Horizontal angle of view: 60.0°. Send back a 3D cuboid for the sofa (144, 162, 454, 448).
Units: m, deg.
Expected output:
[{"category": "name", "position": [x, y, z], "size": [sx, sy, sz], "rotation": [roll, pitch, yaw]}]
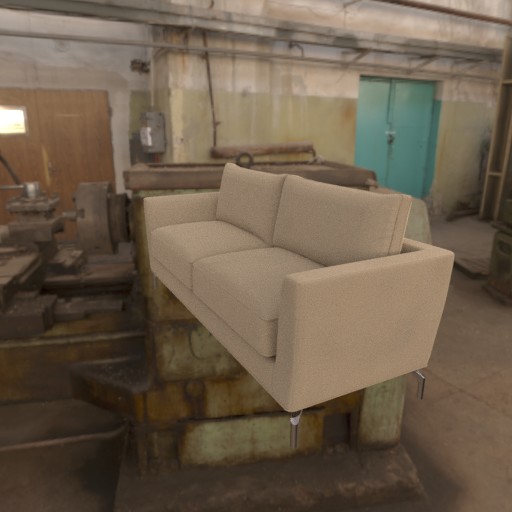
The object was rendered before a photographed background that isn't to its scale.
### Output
[{"category": "sofa", "position": [0.000, 0.000, 2.777], "size": [0.868, 1.005, 2.214], "rotation": [-8, 18, -27]}]
